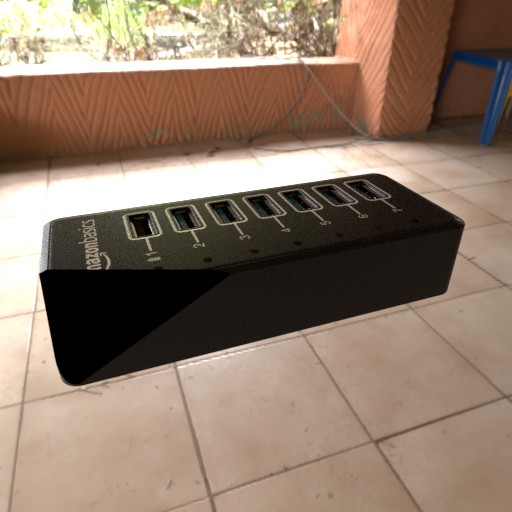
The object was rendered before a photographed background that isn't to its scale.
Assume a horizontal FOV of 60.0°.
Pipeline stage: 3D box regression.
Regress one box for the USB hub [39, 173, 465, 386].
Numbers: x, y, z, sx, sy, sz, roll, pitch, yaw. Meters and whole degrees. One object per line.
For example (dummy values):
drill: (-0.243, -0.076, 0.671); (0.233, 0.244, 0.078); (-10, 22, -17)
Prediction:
USB hub: (0.000, 0.000, 0.127); (0.110, 0.023, 0.044); (-11, 33, -17)
